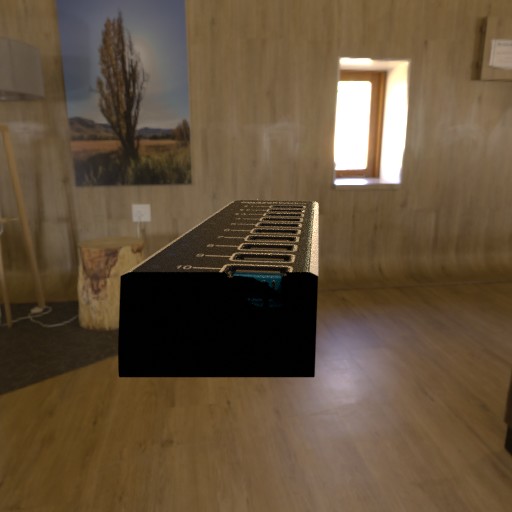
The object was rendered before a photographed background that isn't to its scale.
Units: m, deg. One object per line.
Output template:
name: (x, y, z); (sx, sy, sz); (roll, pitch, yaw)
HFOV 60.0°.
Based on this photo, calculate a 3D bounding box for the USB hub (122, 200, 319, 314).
USB hub: (0.000, 0.000, 0.161); (0.044, 0.023, 0.145); (2, 14, 8)
